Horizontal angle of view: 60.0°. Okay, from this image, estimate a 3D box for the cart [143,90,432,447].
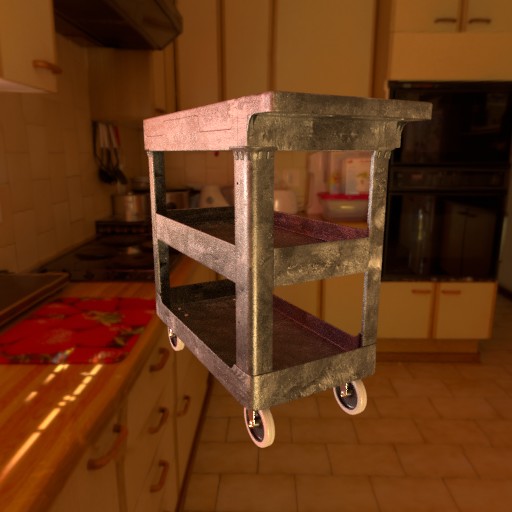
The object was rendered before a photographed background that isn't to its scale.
[{"bbox_3d":[0.000,0.000,1.338,0.420,0.824,0.877,-7,15,-28],"label":"cart"}]
